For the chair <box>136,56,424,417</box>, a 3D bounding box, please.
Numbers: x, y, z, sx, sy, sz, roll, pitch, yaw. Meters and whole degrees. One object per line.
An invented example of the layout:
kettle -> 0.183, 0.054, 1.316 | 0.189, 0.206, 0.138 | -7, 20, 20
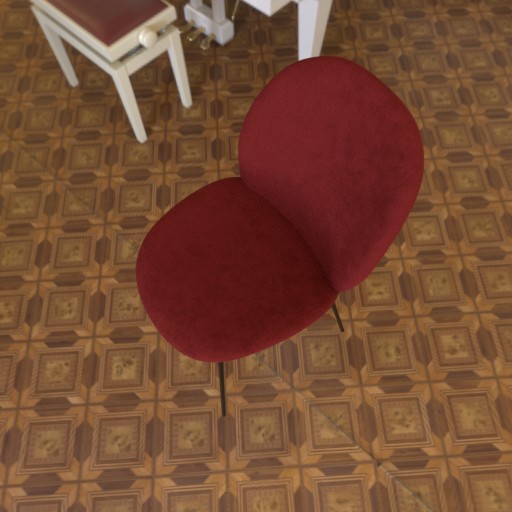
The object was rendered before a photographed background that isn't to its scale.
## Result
chair -> 0.000, 0.000, 1.097 | 0.587, 0.791, 0.458 | -33, 69, -15
